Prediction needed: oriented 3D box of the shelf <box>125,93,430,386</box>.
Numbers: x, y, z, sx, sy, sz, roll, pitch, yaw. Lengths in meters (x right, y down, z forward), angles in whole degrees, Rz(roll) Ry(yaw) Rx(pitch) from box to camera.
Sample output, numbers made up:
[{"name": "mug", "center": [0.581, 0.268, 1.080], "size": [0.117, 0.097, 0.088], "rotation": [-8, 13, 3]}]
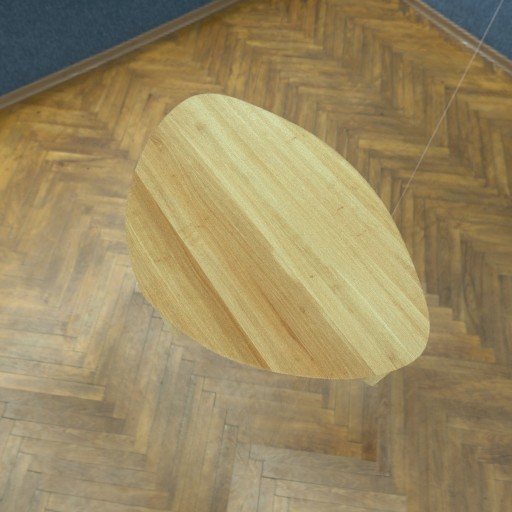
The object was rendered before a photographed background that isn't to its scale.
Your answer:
[{"name": "shelf", "center": [0.000, 0.000, 1.658], "size": [0.845, 0.440, 1.246], "rotation": [-32, 67, -15]}]
